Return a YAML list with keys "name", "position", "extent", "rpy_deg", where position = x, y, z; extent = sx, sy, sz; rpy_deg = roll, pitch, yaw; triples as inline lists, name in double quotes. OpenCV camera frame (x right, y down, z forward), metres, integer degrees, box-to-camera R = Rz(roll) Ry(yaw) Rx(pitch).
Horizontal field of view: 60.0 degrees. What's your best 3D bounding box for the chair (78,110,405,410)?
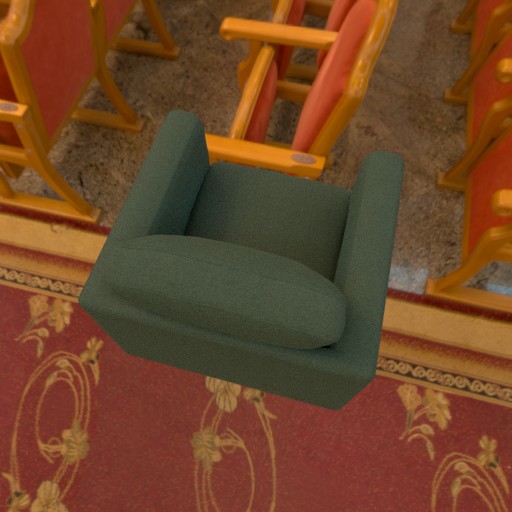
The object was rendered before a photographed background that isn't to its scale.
- name: "chair"
  position: [0.000, 0.000, 1.571]
  extent: [0.855, 0.927, 0.800]
  rpy_deg: [13, 64, 7]
